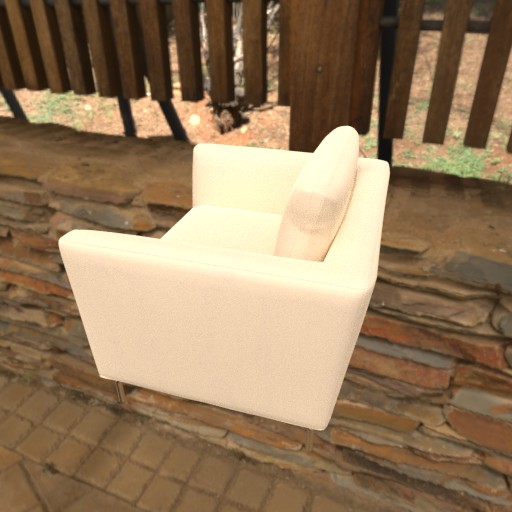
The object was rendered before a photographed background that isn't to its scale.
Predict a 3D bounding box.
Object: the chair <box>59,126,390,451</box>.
[{"bbox_3d":[0.000,0.000,1.693,0.889,0.865,1.041,9,31,15],"label":"chair"}]
